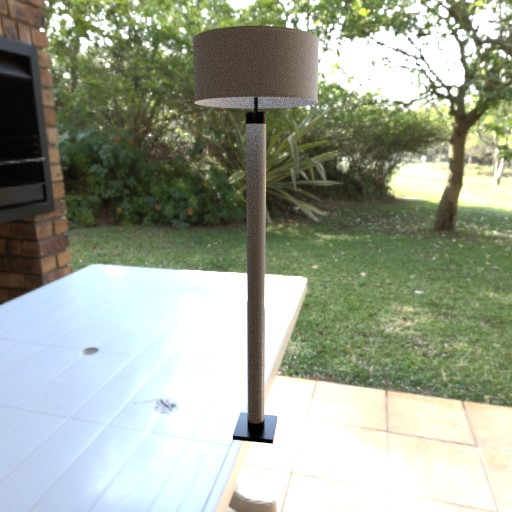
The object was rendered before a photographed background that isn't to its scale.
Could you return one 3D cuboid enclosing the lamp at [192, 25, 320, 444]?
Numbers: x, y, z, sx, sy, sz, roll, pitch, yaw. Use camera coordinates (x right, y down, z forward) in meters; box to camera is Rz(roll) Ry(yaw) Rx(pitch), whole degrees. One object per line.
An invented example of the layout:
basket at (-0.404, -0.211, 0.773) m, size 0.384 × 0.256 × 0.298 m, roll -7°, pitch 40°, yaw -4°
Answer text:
lamp at (0.000, 0.000, 1.642) m, size 0.420 × 1.475 × 0.420 m, roll 2°, pitch 14°, yaw 9°
